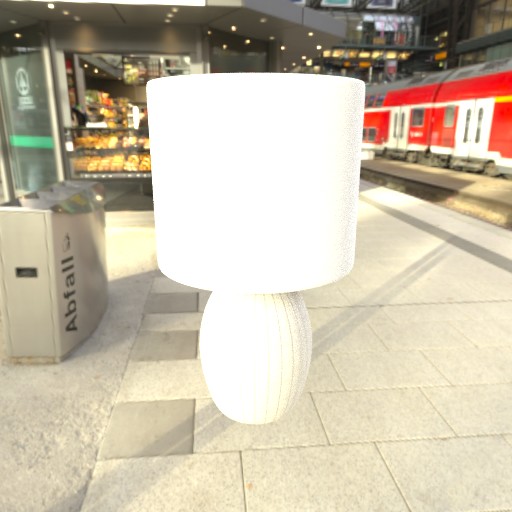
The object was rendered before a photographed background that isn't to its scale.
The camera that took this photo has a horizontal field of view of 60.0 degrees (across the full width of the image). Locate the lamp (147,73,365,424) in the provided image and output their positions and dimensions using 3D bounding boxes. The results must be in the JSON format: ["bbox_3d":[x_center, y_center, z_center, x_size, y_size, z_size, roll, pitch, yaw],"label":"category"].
[{"bbox_3d":[0.000,0.000,0.758,0.328,0.570,0.328,0,17,0],"label":"lamp"}]
